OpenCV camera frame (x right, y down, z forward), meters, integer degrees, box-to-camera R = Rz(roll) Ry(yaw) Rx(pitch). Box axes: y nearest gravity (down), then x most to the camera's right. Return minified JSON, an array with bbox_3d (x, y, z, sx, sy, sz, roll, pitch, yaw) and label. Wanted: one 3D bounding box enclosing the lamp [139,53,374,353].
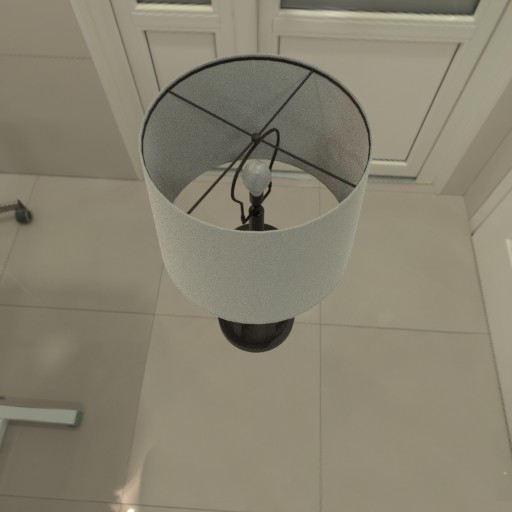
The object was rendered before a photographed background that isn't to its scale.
[{"bbox_3d":[0.000,0.000,0.644,0.251,0.509,0.251,0,63,0],"label":"lamp"}]
